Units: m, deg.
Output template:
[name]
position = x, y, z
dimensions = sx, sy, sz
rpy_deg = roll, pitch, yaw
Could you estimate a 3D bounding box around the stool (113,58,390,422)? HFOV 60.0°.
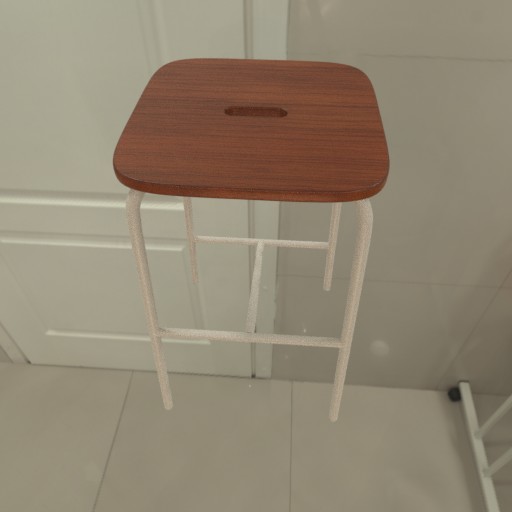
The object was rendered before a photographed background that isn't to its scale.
[stool]
position = 0.000, 0.000, 0.862
dimensions = 0.376, 0.610, 0.376
rpy_deg = 3, 47, 3
